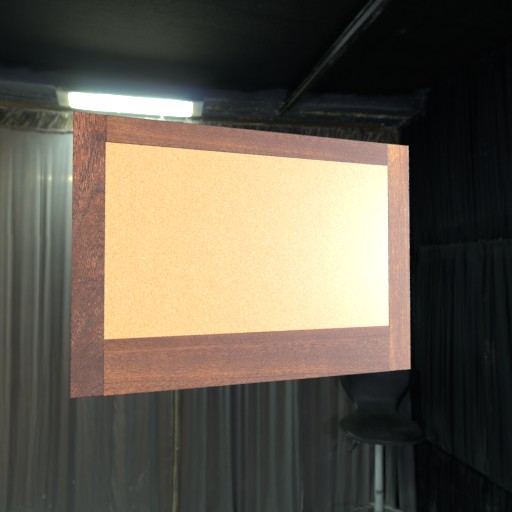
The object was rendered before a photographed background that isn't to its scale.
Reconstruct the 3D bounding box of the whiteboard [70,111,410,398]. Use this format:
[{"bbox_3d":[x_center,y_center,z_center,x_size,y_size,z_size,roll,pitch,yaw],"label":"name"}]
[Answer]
[{"bbox_3d":[0.000,0.000,1.024,0.783,0.559,0.083,0,-2,-18],"label":"whiteboard"}]
